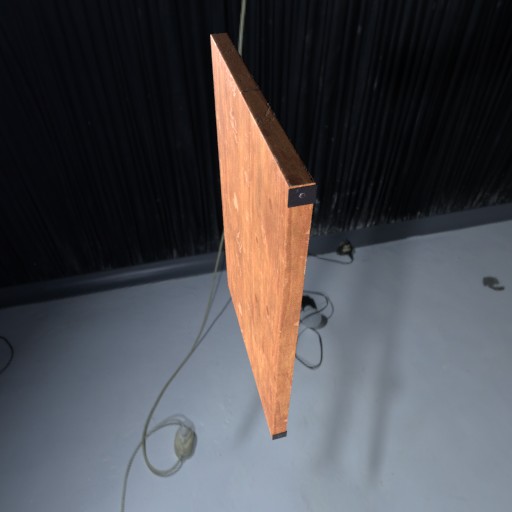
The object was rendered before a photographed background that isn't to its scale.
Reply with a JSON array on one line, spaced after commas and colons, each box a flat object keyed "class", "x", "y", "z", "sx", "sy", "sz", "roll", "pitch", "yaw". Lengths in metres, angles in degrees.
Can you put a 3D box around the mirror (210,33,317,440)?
[{"class": "mirror", "x": 0.000, "y": 0.000, "z": 0.981, "sx": 0.053, "sy": 0.761, "sz": 0.517, "roll": -11, "pitch": 47, "yaw": -10}]
